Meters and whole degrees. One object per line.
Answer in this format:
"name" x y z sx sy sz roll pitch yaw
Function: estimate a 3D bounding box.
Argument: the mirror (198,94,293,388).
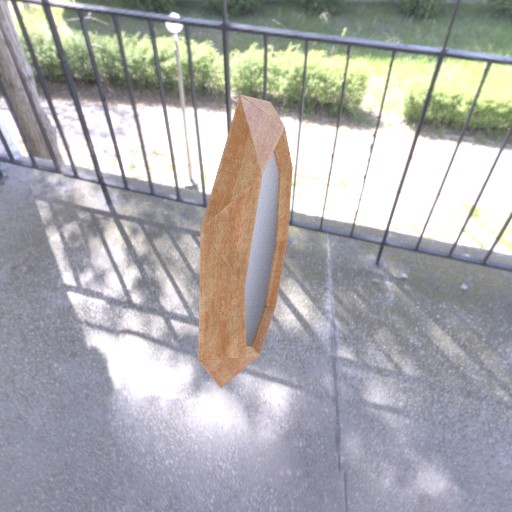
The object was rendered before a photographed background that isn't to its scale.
"mirror" 0.000 0.000 1.020 0.070 0.774 0.577 12 48 11
